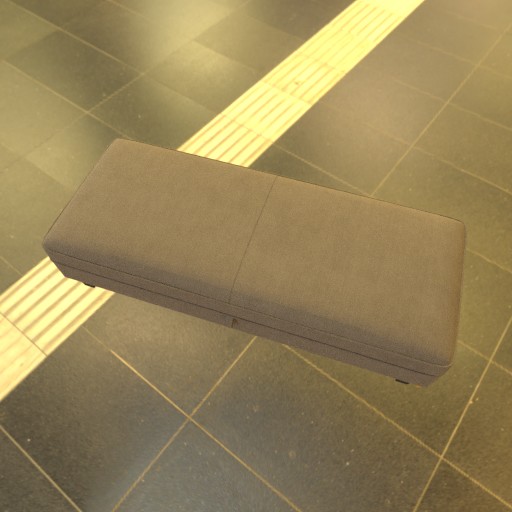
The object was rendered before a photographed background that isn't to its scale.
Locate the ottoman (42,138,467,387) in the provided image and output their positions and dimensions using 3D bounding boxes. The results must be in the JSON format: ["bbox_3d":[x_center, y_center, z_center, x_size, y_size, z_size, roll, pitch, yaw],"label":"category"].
[{"bbox_3d":[0.000,0.000,2.069,1.764,0.470,0.751,15,59,10],"label":"ottoman"}]
